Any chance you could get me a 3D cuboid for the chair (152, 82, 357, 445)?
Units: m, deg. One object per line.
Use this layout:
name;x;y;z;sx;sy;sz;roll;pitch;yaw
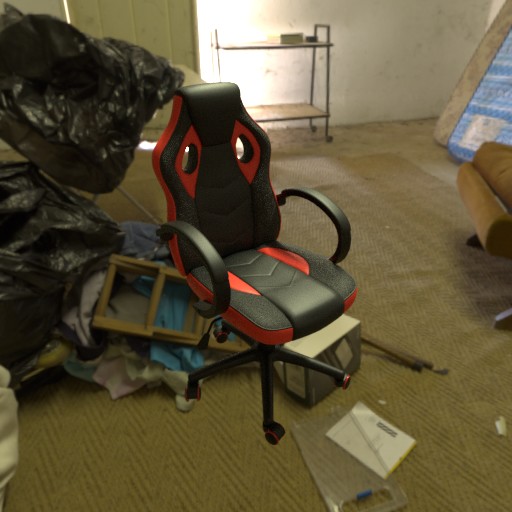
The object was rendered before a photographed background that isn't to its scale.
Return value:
chair;0.000;0.000;1.468;0.600;1.016;0.642;-20;35;-32
